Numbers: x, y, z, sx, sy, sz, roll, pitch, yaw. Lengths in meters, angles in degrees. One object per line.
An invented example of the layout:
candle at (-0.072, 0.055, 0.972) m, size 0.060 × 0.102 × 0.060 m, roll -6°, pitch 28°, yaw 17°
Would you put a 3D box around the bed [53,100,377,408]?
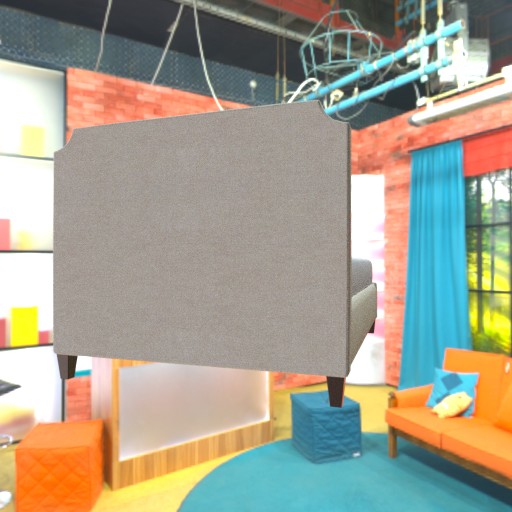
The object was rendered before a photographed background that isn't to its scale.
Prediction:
bed at (0.000, 0.000, 3.441) m, size 1.713 × 1.457 × 2.381 m, roll 0°, pitch -1°, yaw 19°
